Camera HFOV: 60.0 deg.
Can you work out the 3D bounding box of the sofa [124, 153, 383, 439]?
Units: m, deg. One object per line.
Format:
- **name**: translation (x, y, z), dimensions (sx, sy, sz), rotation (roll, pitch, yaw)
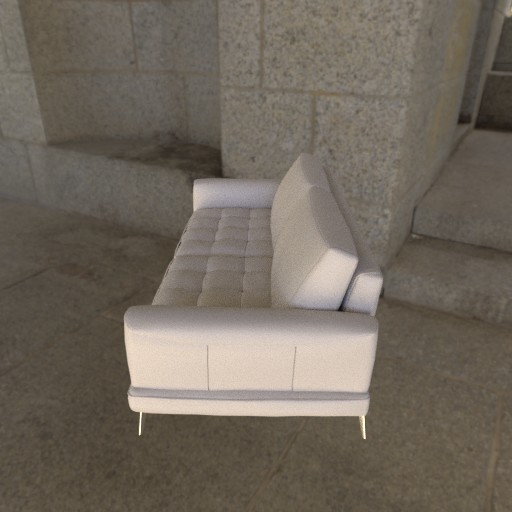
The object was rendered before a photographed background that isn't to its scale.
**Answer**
- **sofa**: translation (0.000, 0.000, 2.791), dimensions (1.121, 0.930, 2.177), rotation (1, 26, 1)
